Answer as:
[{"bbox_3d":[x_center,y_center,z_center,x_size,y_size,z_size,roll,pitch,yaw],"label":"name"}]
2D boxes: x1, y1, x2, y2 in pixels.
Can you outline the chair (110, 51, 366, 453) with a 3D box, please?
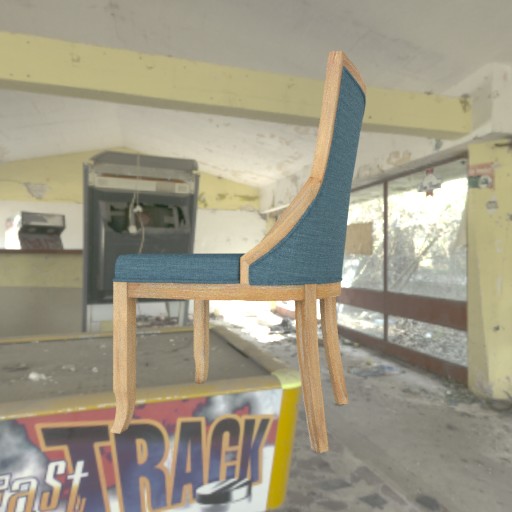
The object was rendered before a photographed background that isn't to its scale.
[{"bbox_3d":[0.000,0.000,1.324,0.641,0.947,0.524,0,0,19],"label":"chair"}]
